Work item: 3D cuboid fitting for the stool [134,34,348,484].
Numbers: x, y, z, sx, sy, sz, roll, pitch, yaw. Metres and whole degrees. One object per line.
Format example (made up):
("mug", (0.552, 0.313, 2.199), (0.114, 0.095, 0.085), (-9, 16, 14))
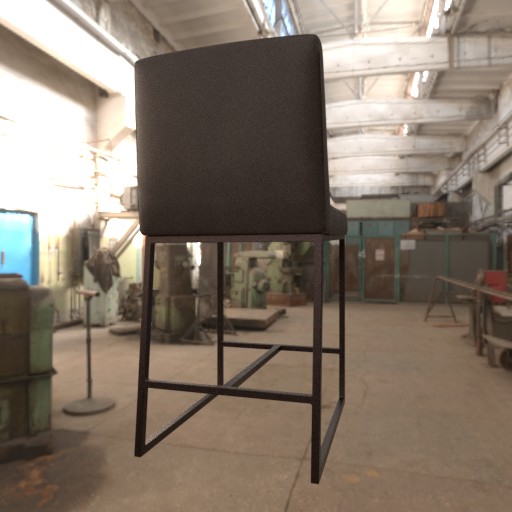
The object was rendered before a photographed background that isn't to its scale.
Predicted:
("stool", (0.000, 0.000, 1.237), (0.463, 0.946, 0.562), (0, 0, 17))
